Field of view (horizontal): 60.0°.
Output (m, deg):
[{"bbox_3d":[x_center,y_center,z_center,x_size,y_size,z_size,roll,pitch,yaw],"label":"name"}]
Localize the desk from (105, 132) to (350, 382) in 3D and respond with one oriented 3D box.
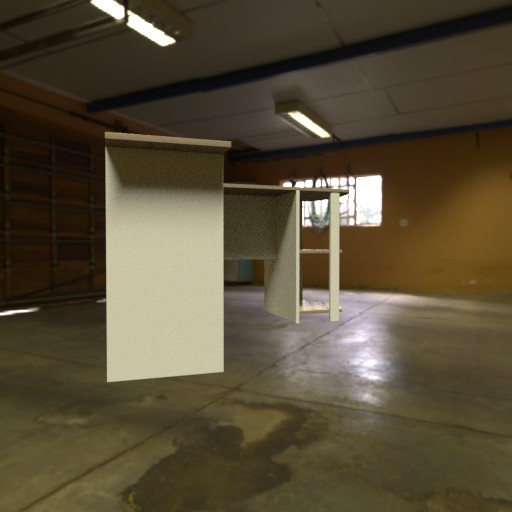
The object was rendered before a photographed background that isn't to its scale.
[{"bbox_3d":[0.000,0.000,2.058,1.303,0.716,1.361,0,1,-18],"label":"desk"}]
